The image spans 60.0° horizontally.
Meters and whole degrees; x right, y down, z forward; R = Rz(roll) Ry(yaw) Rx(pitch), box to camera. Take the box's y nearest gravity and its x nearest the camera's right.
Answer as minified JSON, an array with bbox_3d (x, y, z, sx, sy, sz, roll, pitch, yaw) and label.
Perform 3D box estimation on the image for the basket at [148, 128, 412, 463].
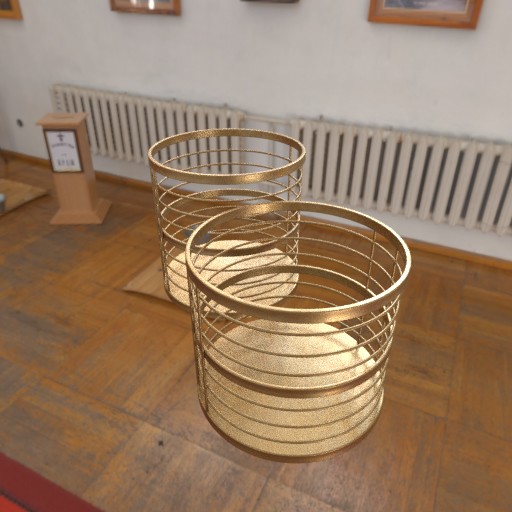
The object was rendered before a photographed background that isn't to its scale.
[{"bbox_3d":[0.000,0.000,0.936,0.356,0.351,0.746,-10,32,-17],"label":"basket"}]
